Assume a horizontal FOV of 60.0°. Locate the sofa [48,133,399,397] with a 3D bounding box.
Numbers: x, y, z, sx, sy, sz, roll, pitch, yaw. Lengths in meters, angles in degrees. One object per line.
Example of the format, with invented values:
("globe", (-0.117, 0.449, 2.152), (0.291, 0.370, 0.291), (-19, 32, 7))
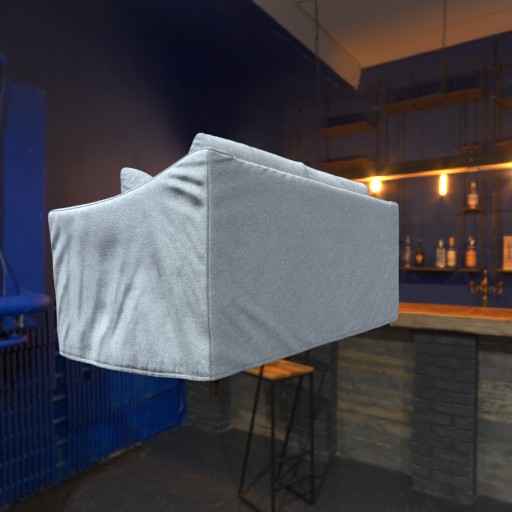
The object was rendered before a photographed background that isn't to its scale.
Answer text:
("sofa", (0.000, 0.000, 2.606), (1.072, 1.018, 2.010), (0, 0, 36))
